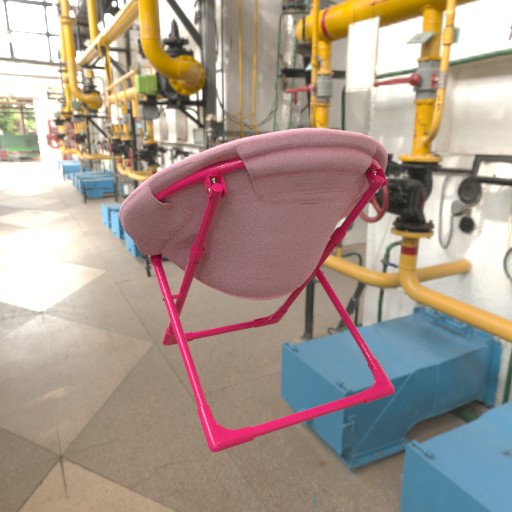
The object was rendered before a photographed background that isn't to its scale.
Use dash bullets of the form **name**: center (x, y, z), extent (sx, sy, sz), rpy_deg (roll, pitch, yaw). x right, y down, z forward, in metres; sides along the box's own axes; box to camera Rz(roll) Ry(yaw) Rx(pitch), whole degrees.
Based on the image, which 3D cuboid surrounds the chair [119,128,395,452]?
- **chair**: center (0.000, 0.000, 0.904), extent (0.522, 0.494, 0.459), rpy_deg (-7, 17, -25)
